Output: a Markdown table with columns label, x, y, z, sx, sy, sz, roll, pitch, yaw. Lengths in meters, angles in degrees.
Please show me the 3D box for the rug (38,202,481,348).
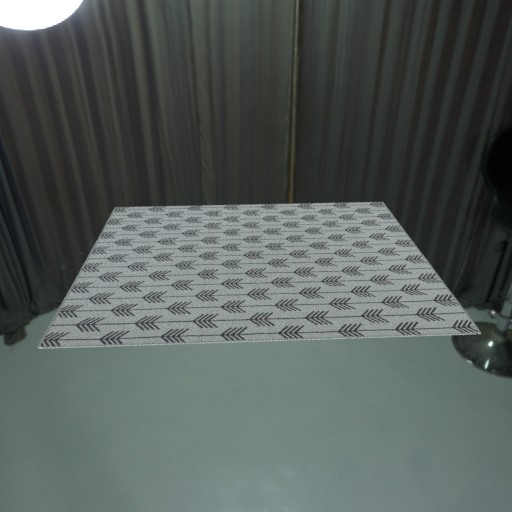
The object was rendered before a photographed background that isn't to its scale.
| label | x | y | z | sx | sy | sz | roll | pitch | yaw |
| --- | --- | --- | --- | --- | --- | --- | --- | --- | --- |
| rug | 0.000 | 0.000 | 4.046 | 3.061 | 0.010 | 2.330 | -1 | 30 | -2 |
